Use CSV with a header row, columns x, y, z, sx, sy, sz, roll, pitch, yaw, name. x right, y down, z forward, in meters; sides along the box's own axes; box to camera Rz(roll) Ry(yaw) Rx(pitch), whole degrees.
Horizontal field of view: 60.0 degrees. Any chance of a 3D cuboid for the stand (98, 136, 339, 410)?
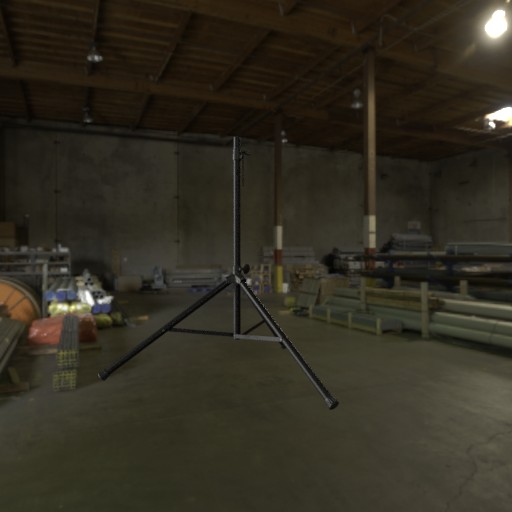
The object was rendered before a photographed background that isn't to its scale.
x,y,z,sx,sy,sz,roll,pitch,yaw,name
0.000,0.000,2.802,1.596,1.595,1.339,0,0,-37,stand
